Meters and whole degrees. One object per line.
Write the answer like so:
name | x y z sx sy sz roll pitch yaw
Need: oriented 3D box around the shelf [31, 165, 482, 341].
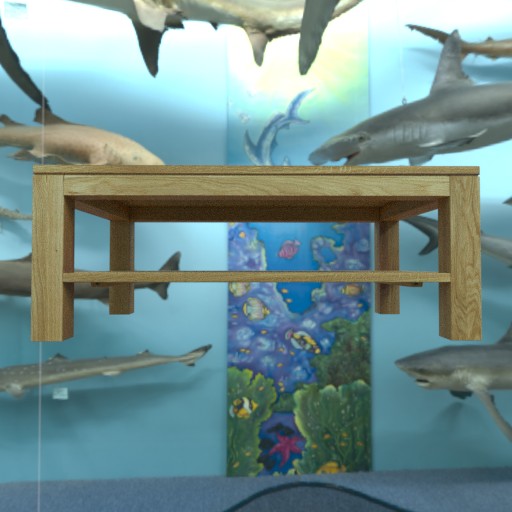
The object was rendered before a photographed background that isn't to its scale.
shelf | 0.000 0.000 1.484 1.150 0.450 0.700 0 -1 -1
